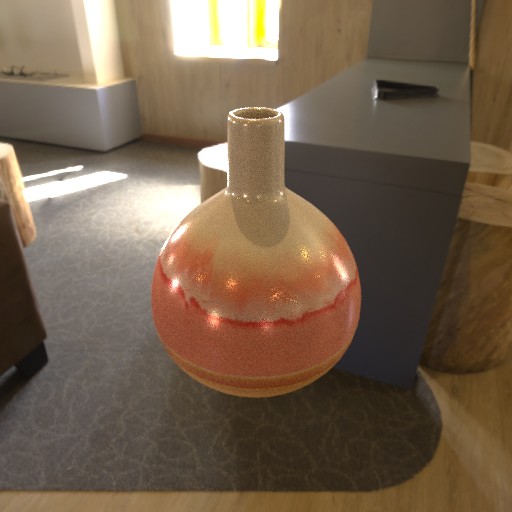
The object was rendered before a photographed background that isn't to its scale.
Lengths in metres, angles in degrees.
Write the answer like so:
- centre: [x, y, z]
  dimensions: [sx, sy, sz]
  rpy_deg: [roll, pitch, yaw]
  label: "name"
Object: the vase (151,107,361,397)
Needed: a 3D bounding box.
- centre: [0.000, 0.000, 0.280]
  dimensions: [0.137, 0.176, 0.137]
  rpy_deg: [0, 31, 0]
  label: "vase"
